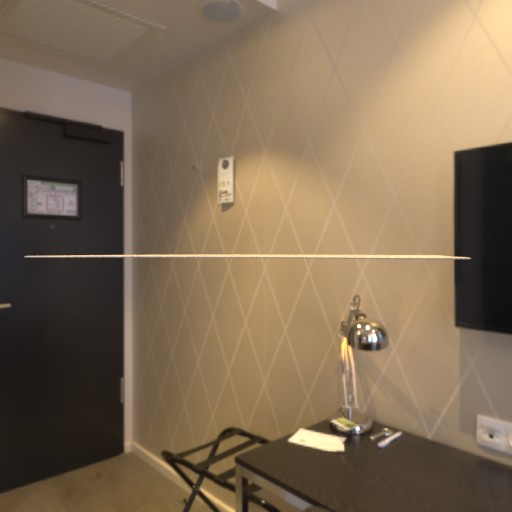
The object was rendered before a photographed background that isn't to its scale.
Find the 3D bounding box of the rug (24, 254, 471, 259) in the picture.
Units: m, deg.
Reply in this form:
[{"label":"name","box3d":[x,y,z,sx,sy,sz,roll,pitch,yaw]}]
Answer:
[{"label":"rug","box3d":[0.000,0.000,3.004,2.435,0.012,1.529,0,0,18]}]
